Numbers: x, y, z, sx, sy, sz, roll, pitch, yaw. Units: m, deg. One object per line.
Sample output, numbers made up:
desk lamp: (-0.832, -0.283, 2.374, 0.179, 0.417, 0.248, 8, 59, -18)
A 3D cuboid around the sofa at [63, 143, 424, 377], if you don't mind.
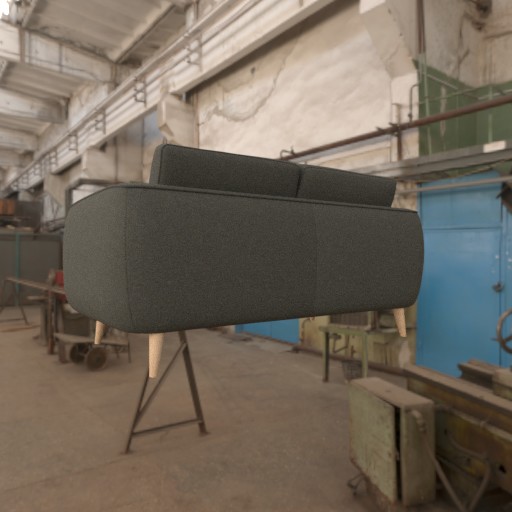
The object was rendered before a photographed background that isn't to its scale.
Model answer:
sofa: (0.000, 0.000, 2.265, 1.700, 0.850, 0.920, 0, 0, -35)
